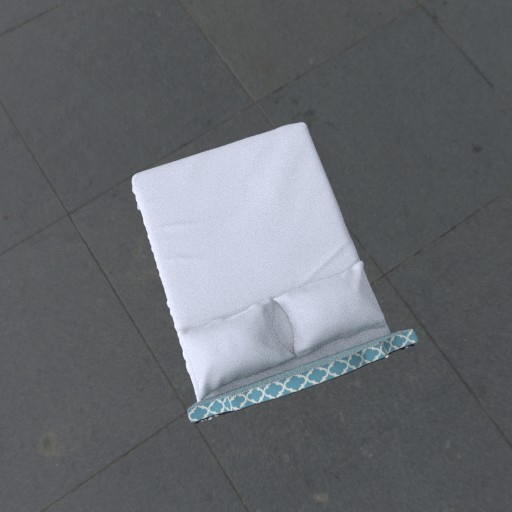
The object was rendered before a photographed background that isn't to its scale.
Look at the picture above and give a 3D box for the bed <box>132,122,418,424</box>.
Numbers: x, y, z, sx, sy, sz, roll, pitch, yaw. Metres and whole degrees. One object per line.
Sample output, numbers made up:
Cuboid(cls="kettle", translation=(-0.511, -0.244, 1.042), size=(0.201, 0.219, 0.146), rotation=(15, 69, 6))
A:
Cuboid(cls="bed", translation=(0.000, 0.000, 3.476), size=(1.780, 1.633, 2.222), rotation=(-18, 78, -4))
